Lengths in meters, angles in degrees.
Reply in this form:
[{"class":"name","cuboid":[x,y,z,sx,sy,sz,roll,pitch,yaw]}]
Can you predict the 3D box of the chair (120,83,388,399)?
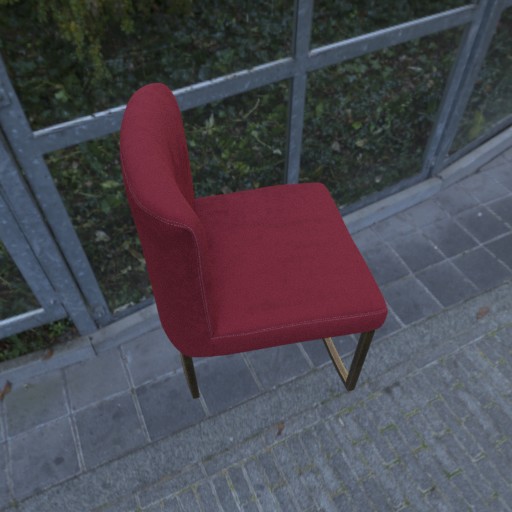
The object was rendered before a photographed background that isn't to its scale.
[{"class":"chair","cuboid":[0.000,0.000,1.200,0.560,0.824,0.530,-9,48,-8]}]
